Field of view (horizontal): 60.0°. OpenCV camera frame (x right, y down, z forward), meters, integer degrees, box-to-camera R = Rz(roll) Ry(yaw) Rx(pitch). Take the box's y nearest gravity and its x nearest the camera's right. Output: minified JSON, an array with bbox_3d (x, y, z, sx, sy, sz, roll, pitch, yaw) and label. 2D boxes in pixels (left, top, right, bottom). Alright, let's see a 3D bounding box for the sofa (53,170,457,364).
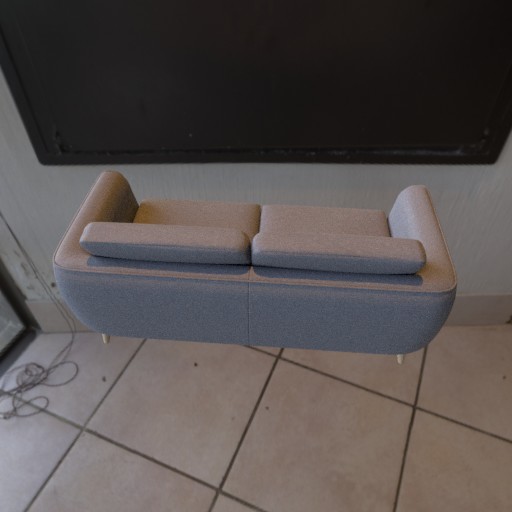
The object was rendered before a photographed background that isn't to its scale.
[{"bbox_3d":[0.000,0.000,2.569,2.000,0.870,0.920,3,46,3],"label":"sofa"}]
